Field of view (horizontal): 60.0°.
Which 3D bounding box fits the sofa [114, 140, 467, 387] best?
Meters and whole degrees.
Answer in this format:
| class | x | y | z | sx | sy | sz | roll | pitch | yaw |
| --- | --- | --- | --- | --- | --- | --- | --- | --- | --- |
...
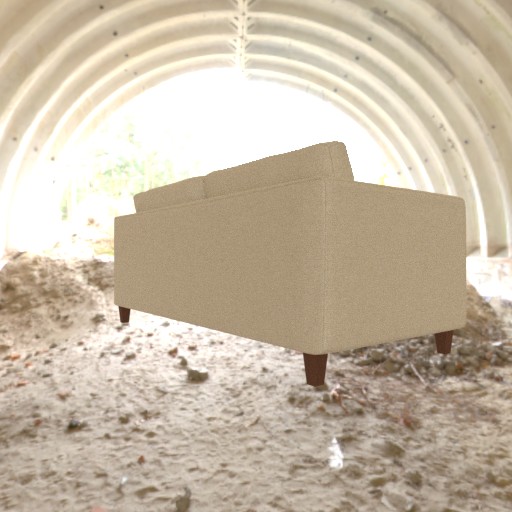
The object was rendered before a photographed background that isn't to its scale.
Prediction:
| class | x | y | z | sx | sy | sz | roll | pitch | yaw |
| --- | --- | --- | --- | --- | --- | --- | --- | --- | --- |
| sofa | 0.000 | 0.000 | 2.496 | 0.965 | 0.889 | 1.981 | 0 | 0 | -37 |
